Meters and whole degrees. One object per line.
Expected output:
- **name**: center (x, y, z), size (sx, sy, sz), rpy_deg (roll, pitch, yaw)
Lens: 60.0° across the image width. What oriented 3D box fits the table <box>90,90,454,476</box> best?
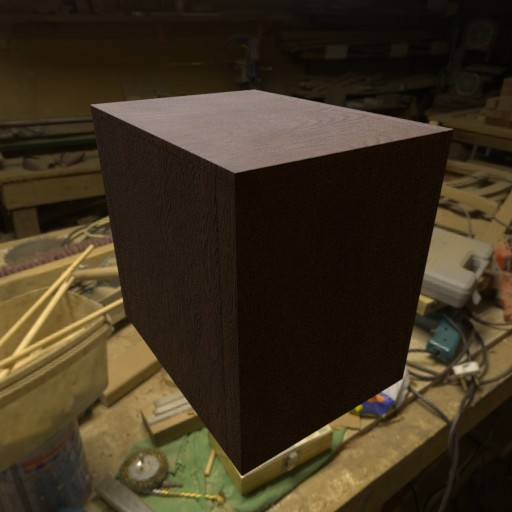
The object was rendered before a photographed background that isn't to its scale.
- **table**: center (0.000, 0.000, 0.945), size (0.439, 0.585, 0.560), rpy_deg (-18, 33, -30)
